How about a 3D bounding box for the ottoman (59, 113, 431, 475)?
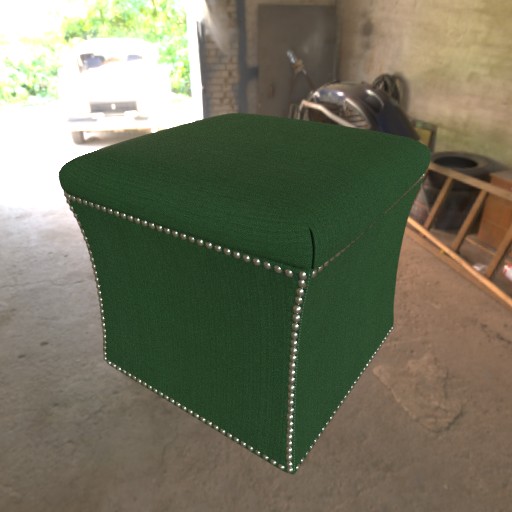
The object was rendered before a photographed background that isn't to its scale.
[{"bbox_3d":[0.000,0.000,0.886,0.507,0.475,0.497,19,34,30],"label":"ottoman"}]
